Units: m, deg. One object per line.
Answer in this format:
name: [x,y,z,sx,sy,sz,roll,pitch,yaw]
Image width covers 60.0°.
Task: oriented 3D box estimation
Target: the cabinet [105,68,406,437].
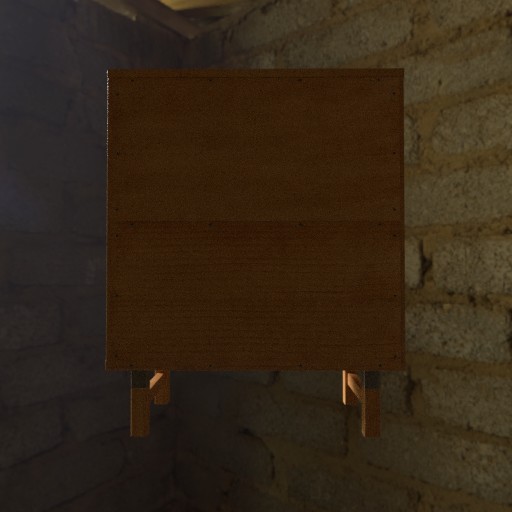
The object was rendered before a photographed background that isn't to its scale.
cabinet: [0.000,0.000,1.388,0.800,1.001,0.419,0,-1,0]
